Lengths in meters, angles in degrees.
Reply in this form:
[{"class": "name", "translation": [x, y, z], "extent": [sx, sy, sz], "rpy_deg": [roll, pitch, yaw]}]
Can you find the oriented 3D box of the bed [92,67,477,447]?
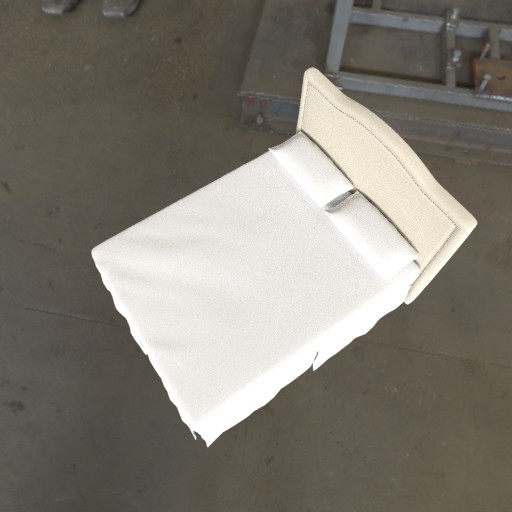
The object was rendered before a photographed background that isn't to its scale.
[{"class": "bed", "translation": [0.000, 0.000, 3.343], "extent": [2.196, 1.449, 1.741], "rpy_deg": [-32, 68, -15]}]
